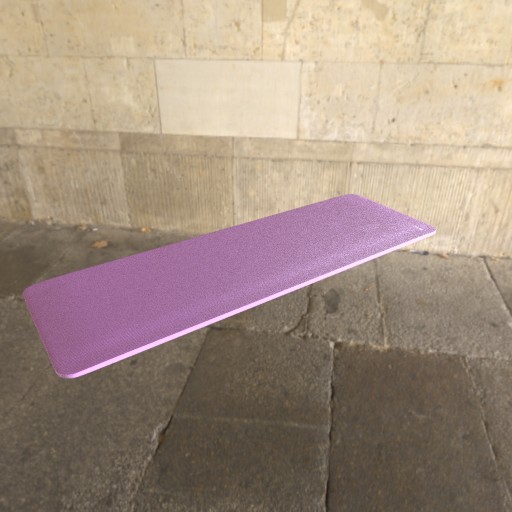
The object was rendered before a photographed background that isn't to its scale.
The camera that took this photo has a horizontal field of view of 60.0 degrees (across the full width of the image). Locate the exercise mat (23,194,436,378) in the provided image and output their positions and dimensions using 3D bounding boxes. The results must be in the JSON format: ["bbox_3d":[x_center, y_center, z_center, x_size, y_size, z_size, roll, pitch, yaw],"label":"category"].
[{"bbox_3d":[0.000,0.000,2.019,1.869,0.021,0.616,-18,34,-29],"label":"exercise mat"}]
